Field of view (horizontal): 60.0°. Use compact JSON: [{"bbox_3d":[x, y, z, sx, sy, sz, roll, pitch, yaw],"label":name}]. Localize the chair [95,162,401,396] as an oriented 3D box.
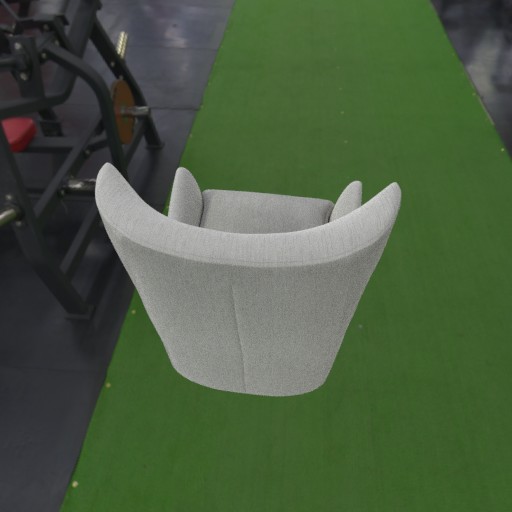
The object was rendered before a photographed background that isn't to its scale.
[{"bbox_3d":[0.000,0.000,1.615,0.779,1.000,0.904,5,47,5],"label":"chair"}]
